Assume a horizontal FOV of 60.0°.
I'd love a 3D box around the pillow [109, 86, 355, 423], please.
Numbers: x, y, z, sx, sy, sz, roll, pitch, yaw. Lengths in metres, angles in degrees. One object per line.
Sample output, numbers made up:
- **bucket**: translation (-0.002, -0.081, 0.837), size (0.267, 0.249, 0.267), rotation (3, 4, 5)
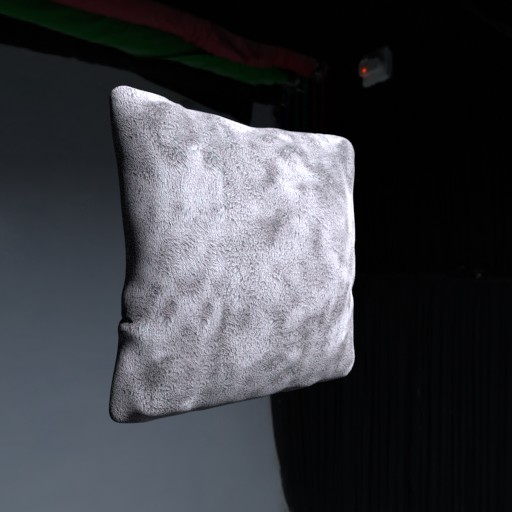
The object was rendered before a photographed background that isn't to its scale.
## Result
- **pillow**: translation (0.000, 0.000, 0.808), size (0.522, 0.520, 0.204), rotation (0, 0, -35)
